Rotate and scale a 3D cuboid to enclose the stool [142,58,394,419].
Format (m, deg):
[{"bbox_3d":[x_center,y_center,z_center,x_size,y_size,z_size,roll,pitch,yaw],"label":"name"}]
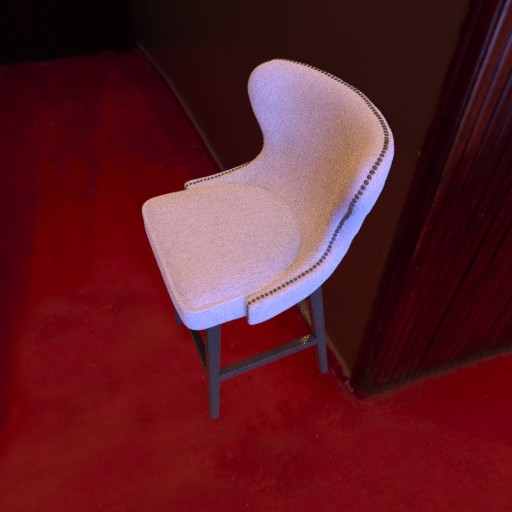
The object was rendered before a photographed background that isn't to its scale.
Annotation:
[{"bbox_3d":[0.000,0.000,1.385,0.597,0.972,0.615,-17,49,-16],"label":"stool"}]
